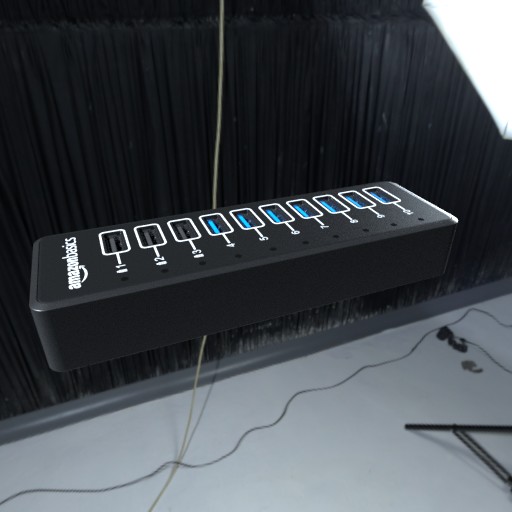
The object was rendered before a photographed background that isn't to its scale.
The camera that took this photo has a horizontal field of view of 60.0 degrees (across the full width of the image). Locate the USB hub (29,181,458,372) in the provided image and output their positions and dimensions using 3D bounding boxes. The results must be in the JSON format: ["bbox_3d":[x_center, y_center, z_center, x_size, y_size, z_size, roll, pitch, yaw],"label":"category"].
[{"bbox_3d":[0.000,0.000,0.161,0.145,0.023,0.044,-12,33,-18],"label":"USB hub"}]
